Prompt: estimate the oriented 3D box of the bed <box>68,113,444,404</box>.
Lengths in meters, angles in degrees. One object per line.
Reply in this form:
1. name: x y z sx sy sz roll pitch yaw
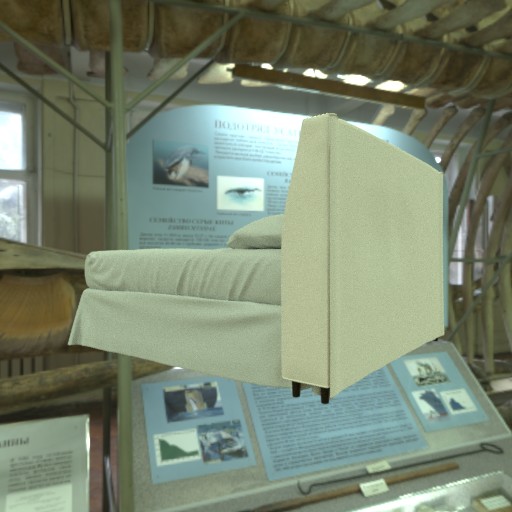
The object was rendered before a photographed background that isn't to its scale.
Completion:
1. bed: 0.000 0.000 3.391 2.276 1.332 1.925 0 0 37
